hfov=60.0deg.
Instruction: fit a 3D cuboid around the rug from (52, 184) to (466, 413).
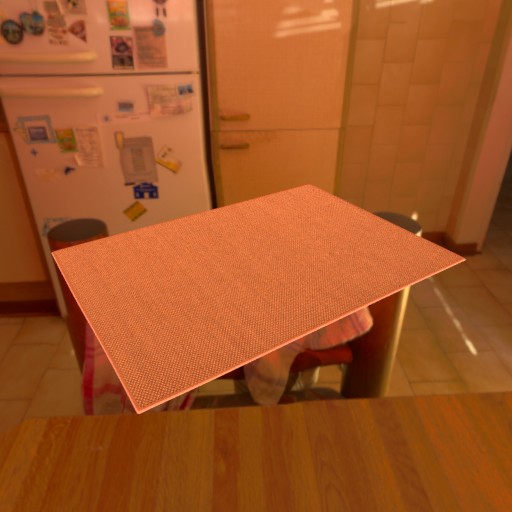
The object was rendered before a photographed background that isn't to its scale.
[{"bbox_3d":[0.000,0.000,2.792,2.134,0.013,1.524,-19,35,-28],"label":"rug"}]
